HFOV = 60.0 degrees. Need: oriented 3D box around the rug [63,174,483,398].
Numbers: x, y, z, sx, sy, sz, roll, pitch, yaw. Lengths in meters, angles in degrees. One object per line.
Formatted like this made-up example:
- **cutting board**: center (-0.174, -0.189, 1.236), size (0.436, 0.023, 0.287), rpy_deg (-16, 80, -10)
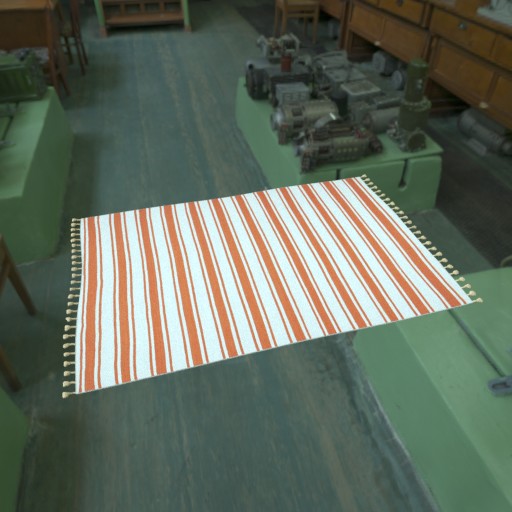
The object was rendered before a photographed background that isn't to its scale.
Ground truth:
- **rug**: center (0.000, 0.000, 2.986), size (2.433, 0.022, 1.556), rpy_deg (-10, 42, -12)
